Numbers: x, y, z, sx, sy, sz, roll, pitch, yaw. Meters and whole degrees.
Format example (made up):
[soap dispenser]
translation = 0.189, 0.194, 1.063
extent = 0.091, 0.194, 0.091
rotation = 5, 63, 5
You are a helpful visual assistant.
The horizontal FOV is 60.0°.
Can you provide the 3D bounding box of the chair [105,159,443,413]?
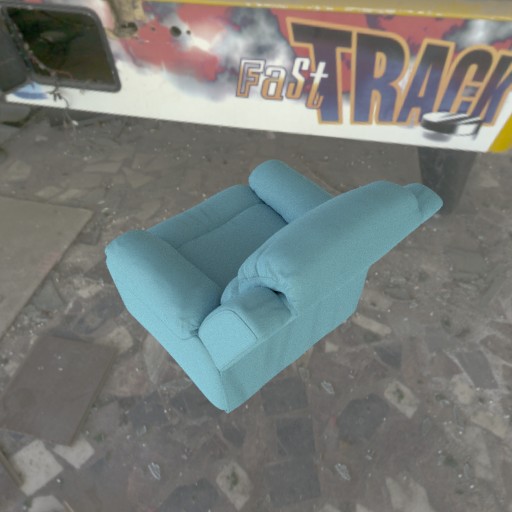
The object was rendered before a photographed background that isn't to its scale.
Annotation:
[chair]
translation = 0.000, 0.000, 1.293
extent = 0.680, 0.702, 0.709
rotation = -32, 55, -27
